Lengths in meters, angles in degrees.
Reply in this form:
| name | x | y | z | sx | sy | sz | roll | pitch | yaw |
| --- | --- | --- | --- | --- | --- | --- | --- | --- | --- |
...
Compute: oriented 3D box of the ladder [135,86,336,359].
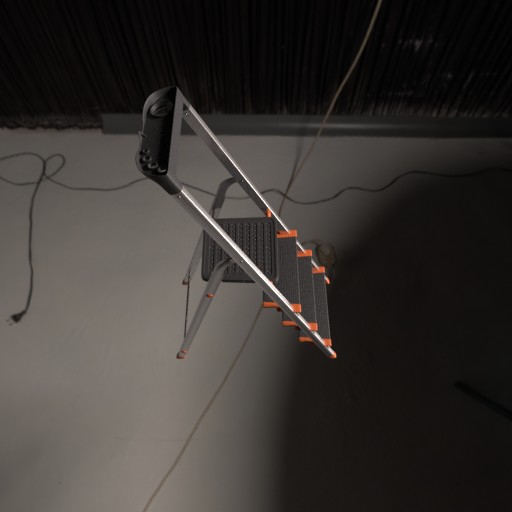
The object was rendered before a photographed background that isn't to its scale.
| name | x | y | z | sx | sy | sz | roll | pitch | yaw |
| --- | --- | --- | --- | --- | --- | --- | --- | --- | --- |
| ladder | 0.000 | 0.000 | 1.792 | 0.834 | 1.429 | 0.452 | 0 | 62 | 0 |
